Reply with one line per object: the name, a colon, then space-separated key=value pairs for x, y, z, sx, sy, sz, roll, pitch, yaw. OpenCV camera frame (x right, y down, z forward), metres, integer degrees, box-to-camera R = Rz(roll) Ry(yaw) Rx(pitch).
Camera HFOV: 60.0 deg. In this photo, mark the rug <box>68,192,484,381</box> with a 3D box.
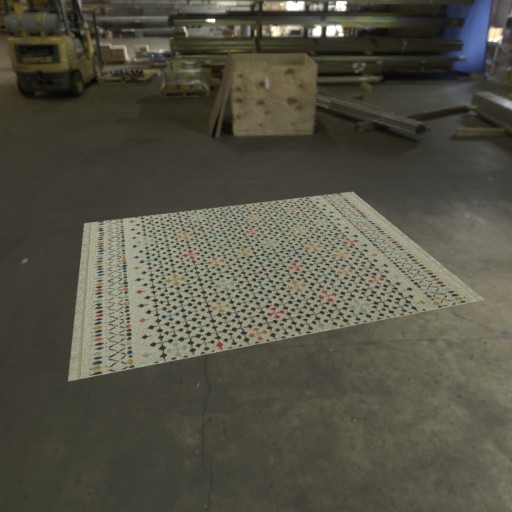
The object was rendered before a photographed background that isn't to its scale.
rug: x=0.000 y=0.000 z=4.208 sx=3.196 sy=0.007 sz=2.354 roll=-8 pitch=32 yaw=-14
